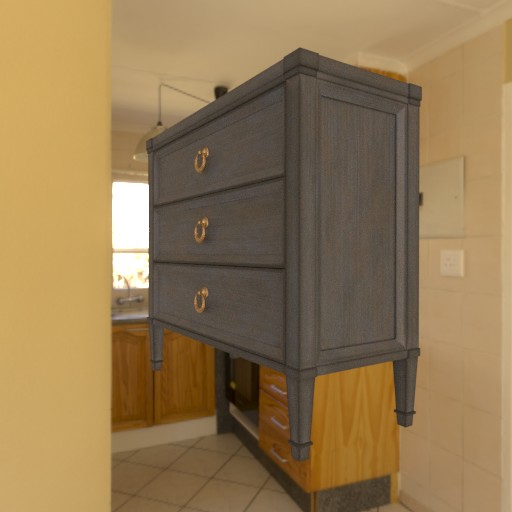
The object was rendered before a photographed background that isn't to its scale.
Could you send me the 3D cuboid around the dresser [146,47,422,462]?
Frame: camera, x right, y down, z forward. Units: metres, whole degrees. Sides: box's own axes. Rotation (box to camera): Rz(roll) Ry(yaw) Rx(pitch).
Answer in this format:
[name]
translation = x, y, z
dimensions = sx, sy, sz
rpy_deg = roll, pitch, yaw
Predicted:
[dresser]
translation = 0.000, 0.000, 1.600
dimensions = 0.463, 0.986, 1.049
rpy_deg = 0, 1, -33
